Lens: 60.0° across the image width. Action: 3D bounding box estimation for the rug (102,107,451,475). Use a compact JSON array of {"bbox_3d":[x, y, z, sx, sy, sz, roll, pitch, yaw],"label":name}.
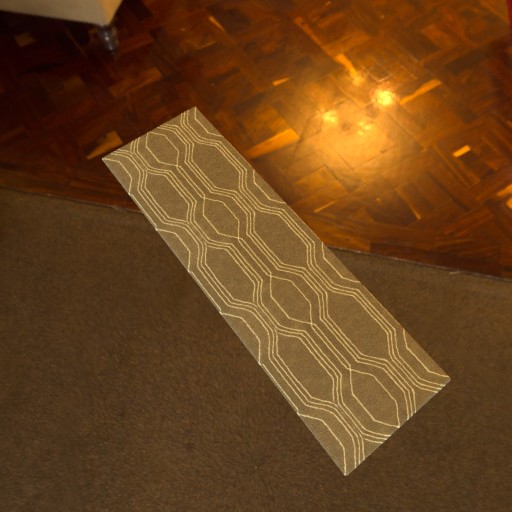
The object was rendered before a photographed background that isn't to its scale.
[{"bbox_3d":[0.000,0.000,2.718,0.773,0.012,2.464,-35,69,-15],"label":"rug"}]
